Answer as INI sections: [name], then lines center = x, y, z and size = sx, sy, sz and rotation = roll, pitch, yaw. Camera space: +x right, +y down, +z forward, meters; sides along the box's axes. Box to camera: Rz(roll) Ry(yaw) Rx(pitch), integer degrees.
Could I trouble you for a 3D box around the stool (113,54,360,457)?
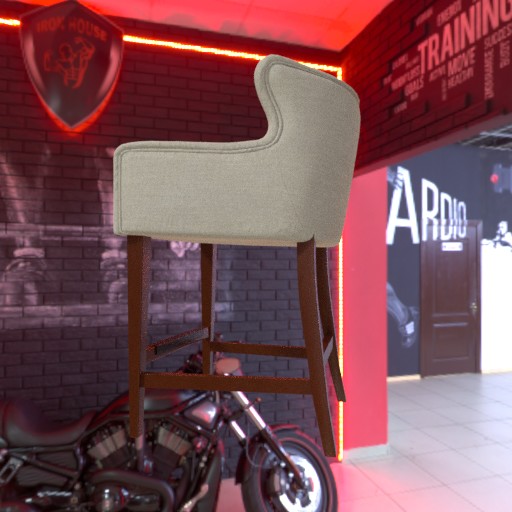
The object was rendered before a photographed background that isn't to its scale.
[stool]
center = 0.000, 0.000, 1.382
size = 0.637, 0.987, 0.615
rotation = 0, -1, 16
